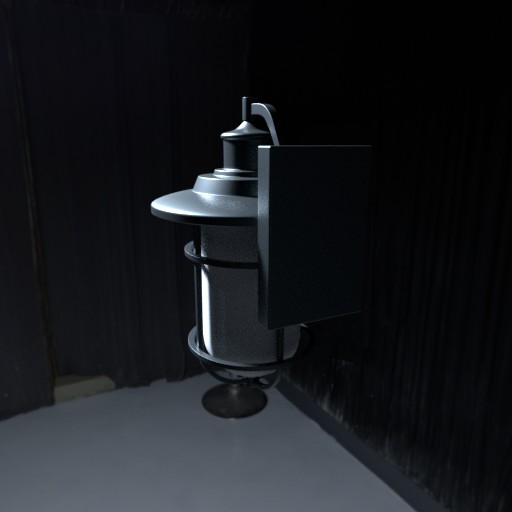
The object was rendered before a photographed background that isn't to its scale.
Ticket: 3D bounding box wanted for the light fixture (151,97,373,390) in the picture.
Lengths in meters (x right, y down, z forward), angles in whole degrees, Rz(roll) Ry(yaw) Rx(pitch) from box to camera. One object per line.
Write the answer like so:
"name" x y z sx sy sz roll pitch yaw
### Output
"light fixture" 0.000 0.000 0.508 0.222 0.345 0.252 -7 16 -26
